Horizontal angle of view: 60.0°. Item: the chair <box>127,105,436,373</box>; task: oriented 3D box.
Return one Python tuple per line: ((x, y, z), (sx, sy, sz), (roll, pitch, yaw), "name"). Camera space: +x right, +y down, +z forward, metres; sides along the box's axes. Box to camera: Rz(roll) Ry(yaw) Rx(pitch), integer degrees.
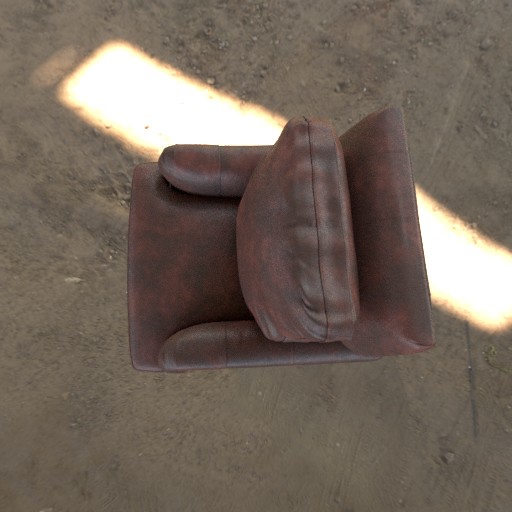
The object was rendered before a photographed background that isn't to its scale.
((0.000, 0.000, 1.986), (1.156, 1.051, 0.987), (-3, 77, -1), "chair")
